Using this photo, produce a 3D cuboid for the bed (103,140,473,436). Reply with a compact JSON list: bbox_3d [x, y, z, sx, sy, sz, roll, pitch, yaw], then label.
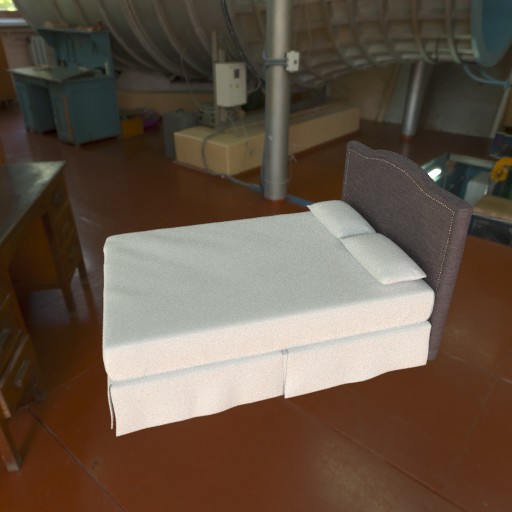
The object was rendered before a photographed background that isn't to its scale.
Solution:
[{"bbox_3d":[0.000,0.000,3.588,2.507,1.441,1.741,-8,31,-14],"label":"bed"}]
